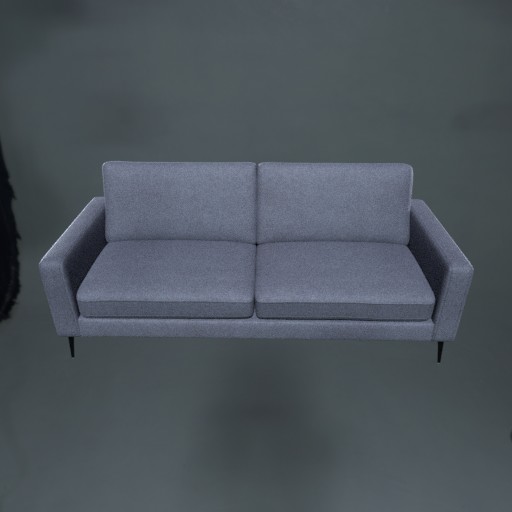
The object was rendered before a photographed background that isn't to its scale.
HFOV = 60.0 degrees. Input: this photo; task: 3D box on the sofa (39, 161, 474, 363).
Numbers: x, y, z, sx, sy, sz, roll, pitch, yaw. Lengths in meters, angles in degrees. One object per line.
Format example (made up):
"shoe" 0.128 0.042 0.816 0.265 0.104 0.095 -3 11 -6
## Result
"sofa" 0.000 0.000 2.344 1.925 0.828 0.774 1 31 1
